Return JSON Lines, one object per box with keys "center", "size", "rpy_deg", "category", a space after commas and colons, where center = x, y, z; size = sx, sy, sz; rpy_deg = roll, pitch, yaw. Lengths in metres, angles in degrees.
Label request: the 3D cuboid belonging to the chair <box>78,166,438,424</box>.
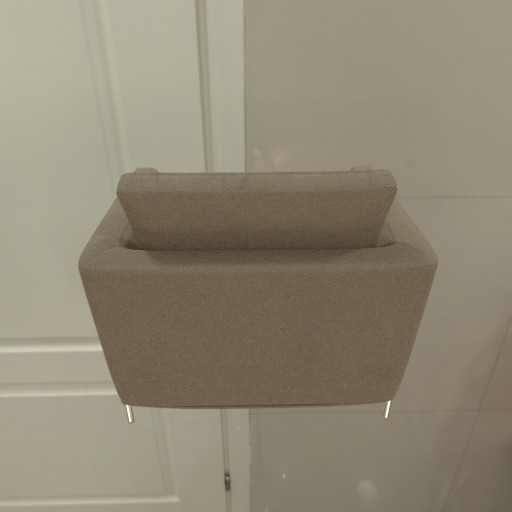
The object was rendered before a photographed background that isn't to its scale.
{"center": [0.000, 0.000, 1.658], "size": [1.041, 0.864, 0.889], "rpy_deg": [-1, 30, -1], "category": "chair"}
